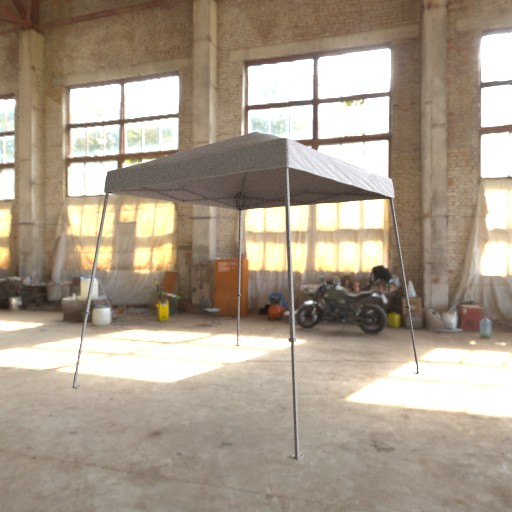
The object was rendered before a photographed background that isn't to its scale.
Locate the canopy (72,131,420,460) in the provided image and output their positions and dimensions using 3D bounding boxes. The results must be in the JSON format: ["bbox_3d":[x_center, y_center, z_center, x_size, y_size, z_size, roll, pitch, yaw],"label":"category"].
[{"bbox_3d":[0.000,0.000,5.087,2.848,2.849,2.849,0,0,37],"label":"canopy"}]
